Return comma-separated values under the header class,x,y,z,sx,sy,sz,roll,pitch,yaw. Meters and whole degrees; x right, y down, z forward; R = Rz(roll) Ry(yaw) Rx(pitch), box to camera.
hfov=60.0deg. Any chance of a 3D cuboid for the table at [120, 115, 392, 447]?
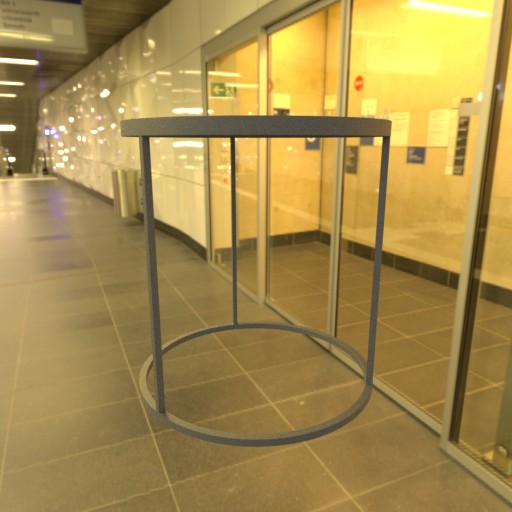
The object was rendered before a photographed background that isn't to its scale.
class,x,y,z,sx,sy,sz,roll,pitch,yaw
table,0.000,0.000,0.861,0.470,0.498,0.470,0,14,0
